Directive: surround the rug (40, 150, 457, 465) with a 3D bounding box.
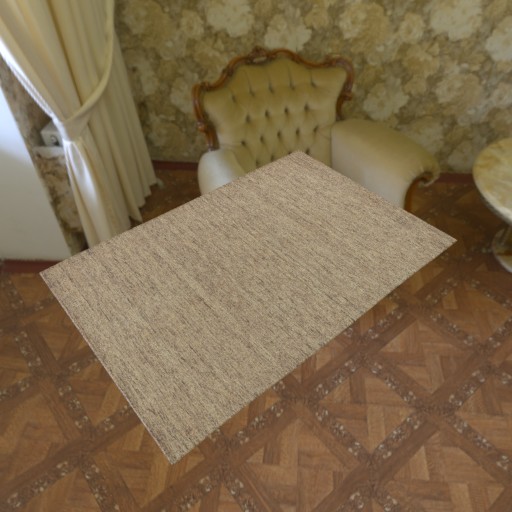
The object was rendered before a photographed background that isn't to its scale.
[{"bbox_3d":[0.000,0.000,2.907,2.283,0.013,1.547,-31,52,-28],"label":"rug"}]
